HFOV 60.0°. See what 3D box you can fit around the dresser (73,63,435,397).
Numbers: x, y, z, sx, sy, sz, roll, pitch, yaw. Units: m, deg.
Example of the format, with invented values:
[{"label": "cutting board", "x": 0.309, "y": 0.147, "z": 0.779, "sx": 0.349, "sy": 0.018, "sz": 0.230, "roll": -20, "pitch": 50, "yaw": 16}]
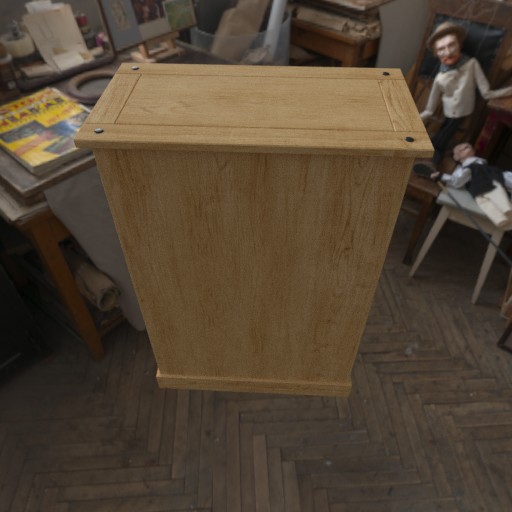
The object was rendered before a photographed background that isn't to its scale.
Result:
[{"label": "dresser", "x": 0.000, "y": 0.000, "z": 1.746, "sx": 0.915, "sy": 1.300, "sz": 0.485, "roll": 2, "pitch": 46, "yaw": 2}]
